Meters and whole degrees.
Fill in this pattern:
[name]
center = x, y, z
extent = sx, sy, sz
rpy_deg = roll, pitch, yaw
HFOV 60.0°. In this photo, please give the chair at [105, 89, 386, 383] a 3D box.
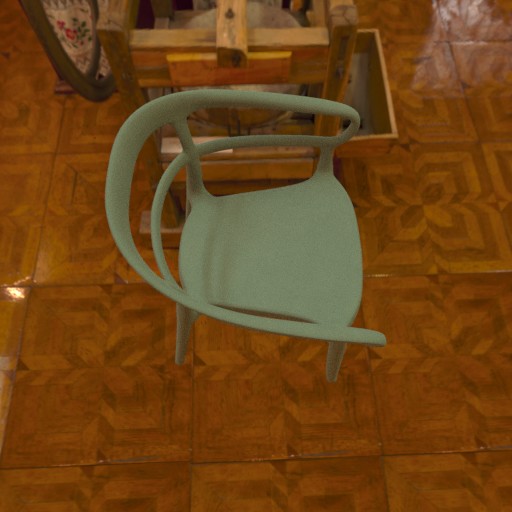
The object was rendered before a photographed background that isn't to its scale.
[chair]
center = 0.000, 0.000, 1.132
extent = 0.527, 0.761, 0.559
rpy_deg = 0, 66, 0
